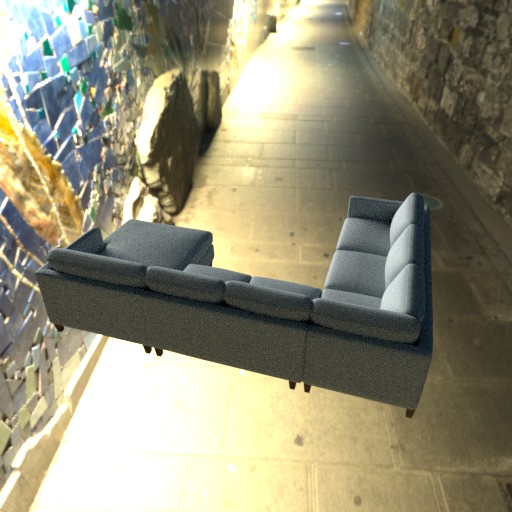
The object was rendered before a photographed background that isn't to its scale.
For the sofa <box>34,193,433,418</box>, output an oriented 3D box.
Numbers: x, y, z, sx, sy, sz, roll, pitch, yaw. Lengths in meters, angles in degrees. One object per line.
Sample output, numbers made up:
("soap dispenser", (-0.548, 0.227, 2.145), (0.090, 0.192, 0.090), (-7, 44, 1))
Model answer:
("sofa", (0.000, 0.000, 4.638), (3.403, 0.889, 2.551), (10, 34, 15))
